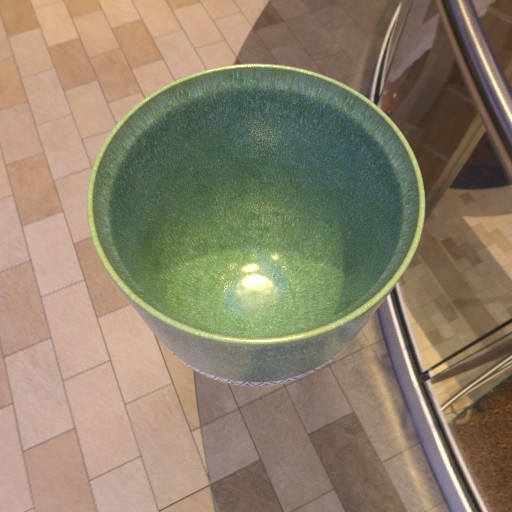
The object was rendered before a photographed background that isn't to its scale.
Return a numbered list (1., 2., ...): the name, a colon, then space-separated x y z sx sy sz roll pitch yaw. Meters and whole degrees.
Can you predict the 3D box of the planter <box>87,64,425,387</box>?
1. planter: 0.000 0.000 0.472 0.266 0.270 0.266 0 63 0
